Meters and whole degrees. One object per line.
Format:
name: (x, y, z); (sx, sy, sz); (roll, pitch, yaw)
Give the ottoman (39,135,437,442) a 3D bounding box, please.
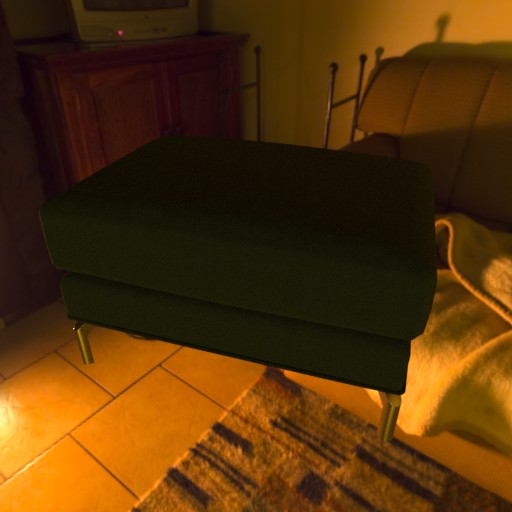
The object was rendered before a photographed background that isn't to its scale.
ottoman: (0.000, 0.000, 1.187); (0.835, 0.498, 0.587); (9, 32, 15)
